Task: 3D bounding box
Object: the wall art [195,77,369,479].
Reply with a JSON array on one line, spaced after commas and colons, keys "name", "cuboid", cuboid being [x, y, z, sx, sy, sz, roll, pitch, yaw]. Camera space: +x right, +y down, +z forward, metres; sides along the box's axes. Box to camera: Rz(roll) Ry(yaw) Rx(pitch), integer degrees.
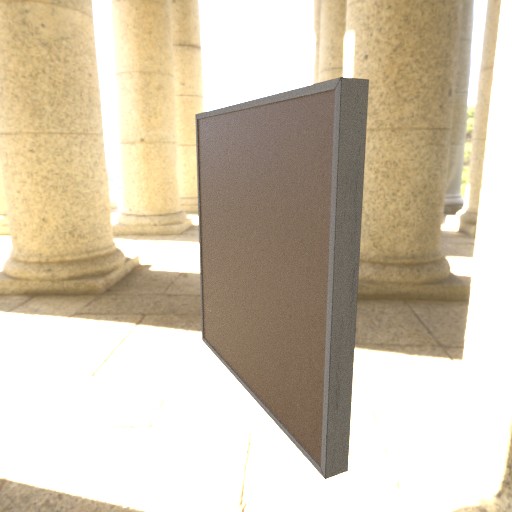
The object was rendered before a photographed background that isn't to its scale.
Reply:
[{"name": "wall art", "cuboid": [0.000, 0.000, 0.770, 0.038, 0.508, 0.508, -6, 14, -25]}]
